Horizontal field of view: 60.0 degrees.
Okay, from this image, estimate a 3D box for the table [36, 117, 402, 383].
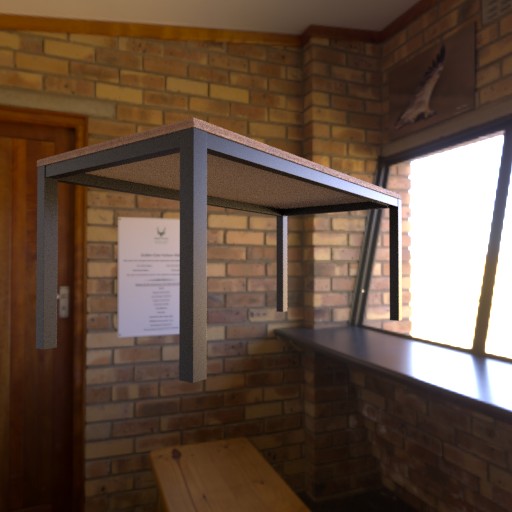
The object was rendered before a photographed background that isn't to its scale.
[{"bbox_3d":[0.000,0.000,2.266,0.893,0.767,1.805,-1,-1,37],"label":"table"}]
